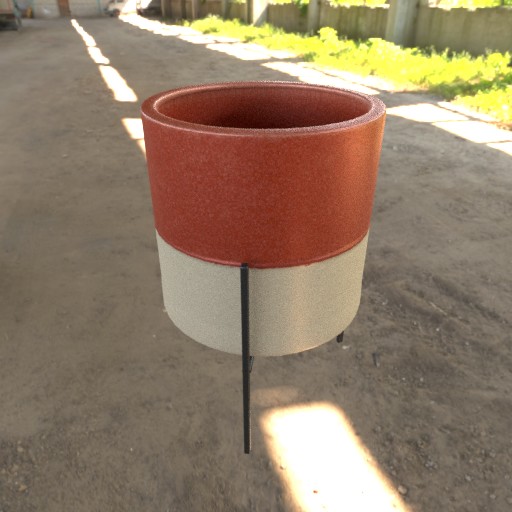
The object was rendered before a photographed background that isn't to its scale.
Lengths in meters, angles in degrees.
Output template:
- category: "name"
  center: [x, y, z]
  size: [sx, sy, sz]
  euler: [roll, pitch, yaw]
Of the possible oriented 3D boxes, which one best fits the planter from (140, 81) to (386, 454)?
- category: "planter"
  center: [0.000, 0.000, 0.522]
  size: [0.251, 0.354, 0.235]
  euler: [20, 36, 30]
